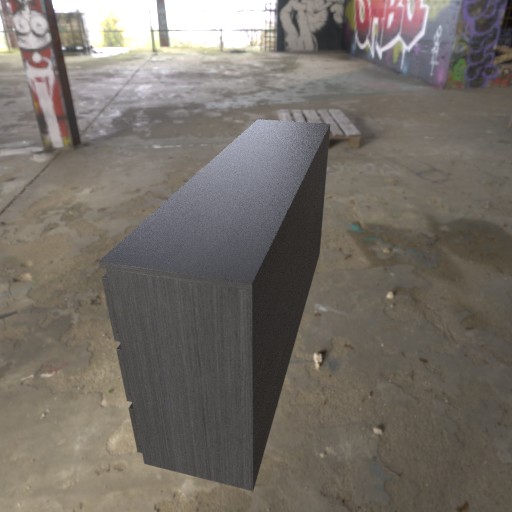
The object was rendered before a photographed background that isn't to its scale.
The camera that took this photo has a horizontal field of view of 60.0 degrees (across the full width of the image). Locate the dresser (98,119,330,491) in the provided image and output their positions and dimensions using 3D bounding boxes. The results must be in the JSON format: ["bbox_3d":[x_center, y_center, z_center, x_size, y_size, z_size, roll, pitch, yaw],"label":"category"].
[{"bbox_3d":[0.000,0.000,1.930,0.400,0.795,1.590,7,31,13],"label":"dresser"}]
